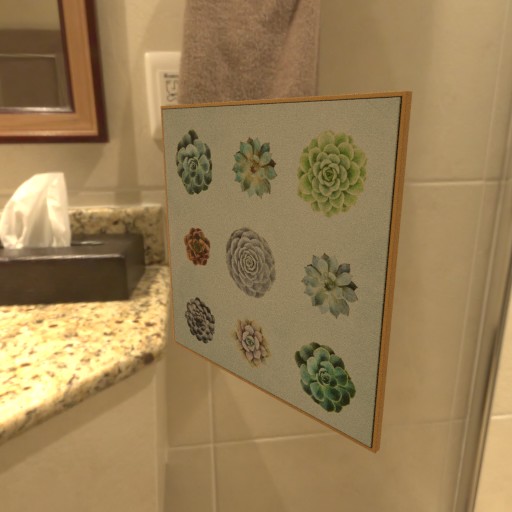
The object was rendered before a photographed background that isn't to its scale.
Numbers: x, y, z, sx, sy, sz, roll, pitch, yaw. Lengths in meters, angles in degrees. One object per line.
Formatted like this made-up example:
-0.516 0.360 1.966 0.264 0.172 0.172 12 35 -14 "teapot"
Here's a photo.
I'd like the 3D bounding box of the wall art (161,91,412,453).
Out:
0.000 0.000 0.686 0.457 0.455 0.013 15 22 42 "wall art"
